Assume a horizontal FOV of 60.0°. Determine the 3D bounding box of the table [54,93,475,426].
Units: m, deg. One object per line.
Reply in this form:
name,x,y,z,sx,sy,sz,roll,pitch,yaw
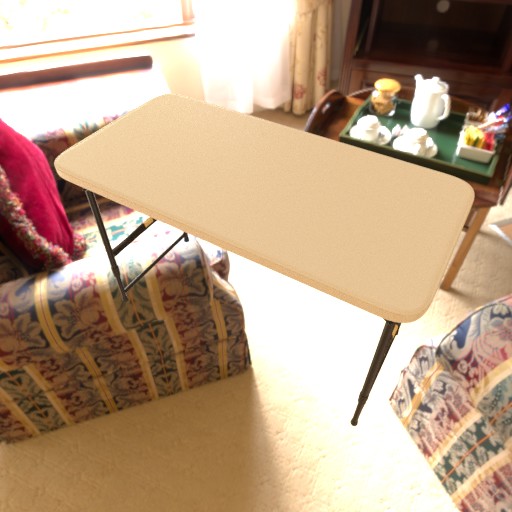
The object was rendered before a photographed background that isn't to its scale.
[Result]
table,0.000,0.000,1.639,1.219,0.737,0.610,23,50,21
